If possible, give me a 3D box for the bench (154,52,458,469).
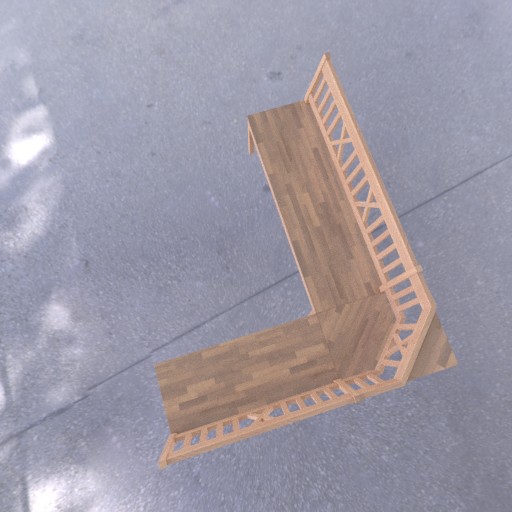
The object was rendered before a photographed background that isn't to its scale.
[{"bbox_3d":[0.000,0.000,2.794,1.537,0.902,1.937,-17,75,-5],"label":"bench"}]
